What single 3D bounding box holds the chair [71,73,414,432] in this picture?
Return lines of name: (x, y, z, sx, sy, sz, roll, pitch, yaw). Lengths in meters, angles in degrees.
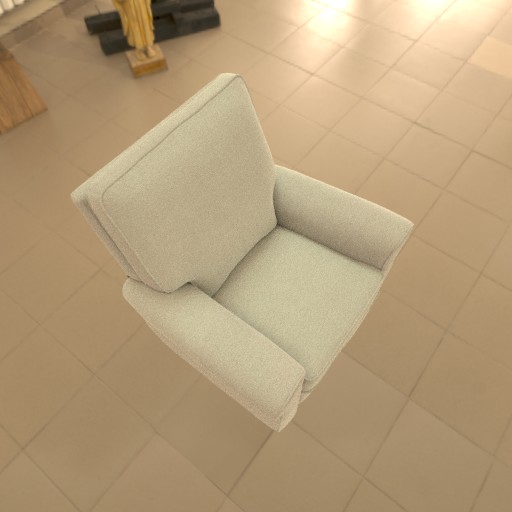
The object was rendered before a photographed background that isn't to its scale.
chair: (0.000, 0.000, 1.664, 0.878, 0.960, 0.890, 33, 64, 18)
